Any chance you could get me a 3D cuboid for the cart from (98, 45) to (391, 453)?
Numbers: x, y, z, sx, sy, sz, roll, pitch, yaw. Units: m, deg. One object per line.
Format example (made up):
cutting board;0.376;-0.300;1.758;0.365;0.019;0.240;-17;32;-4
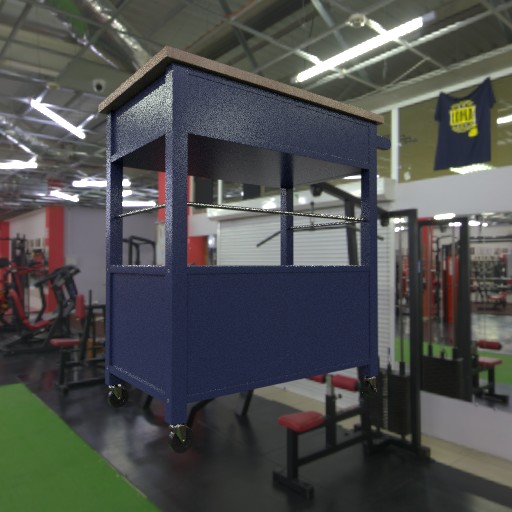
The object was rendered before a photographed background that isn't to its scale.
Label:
cart;0.000;0.000;1.392;0.840;0.901;0.459;1;-1;-37
